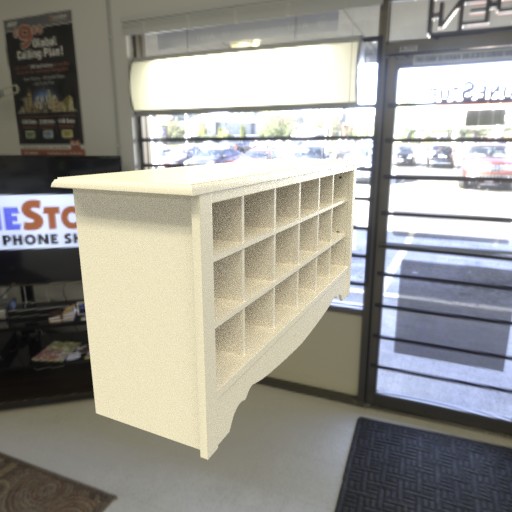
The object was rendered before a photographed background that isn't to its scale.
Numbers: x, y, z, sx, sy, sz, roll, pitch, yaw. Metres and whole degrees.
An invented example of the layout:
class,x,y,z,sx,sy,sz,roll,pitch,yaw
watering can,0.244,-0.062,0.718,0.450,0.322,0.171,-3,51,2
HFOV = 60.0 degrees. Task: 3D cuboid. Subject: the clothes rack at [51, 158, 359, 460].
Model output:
class,x,y,z,sx,sy,sz,roll,pitch,yaw
clothes rack,0.000,0.000,1.328,0.324,0.531,1.120,7,16,25
